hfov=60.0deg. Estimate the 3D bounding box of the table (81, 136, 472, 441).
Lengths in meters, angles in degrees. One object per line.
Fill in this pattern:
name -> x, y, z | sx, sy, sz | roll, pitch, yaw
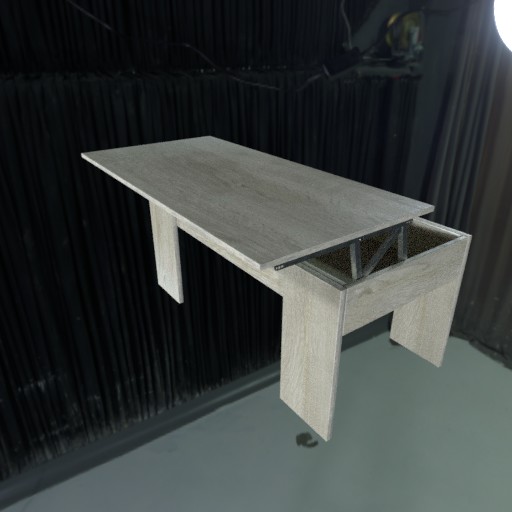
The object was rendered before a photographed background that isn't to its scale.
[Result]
table -> 0.000, 0.000, 1.424 | 0.711, 0.570, 1.000 | -18, 31, -32
